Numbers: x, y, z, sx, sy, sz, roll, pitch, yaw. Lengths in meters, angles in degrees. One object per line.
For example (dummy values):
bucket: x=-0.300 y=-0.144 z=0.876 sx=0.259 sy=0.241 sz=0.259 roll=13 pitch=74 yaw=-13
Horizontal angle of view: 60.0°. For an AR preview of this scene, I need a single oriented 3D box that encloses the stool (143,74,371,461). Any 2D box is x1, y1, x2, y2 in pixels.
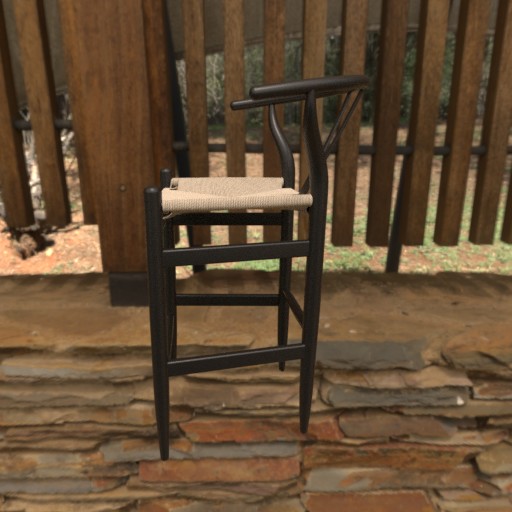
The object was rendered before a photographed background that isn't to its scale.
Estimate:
stool: x=0.000 y=0.000 z=1.295 sx=0.579 sy=0.970 sz=0.569 roll=-2 pitch=16 yaw=-7
